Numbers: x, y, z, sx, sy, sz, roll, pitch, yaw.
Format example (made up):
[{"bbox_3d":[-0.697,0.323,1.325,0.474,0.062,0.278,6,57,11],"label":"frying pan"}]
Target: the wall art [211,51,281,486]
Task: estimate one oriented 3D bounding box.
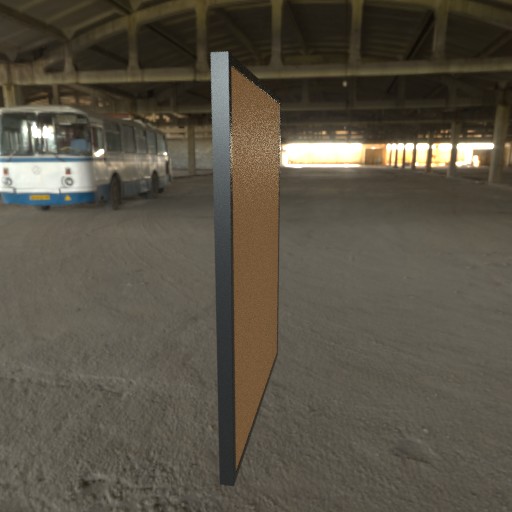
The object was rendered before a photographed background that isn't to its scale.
[{"bbox_3d":[0.000,0.000,1.435,0.039,1.061,0.804,2,13,11],"label":"wall art"}]
